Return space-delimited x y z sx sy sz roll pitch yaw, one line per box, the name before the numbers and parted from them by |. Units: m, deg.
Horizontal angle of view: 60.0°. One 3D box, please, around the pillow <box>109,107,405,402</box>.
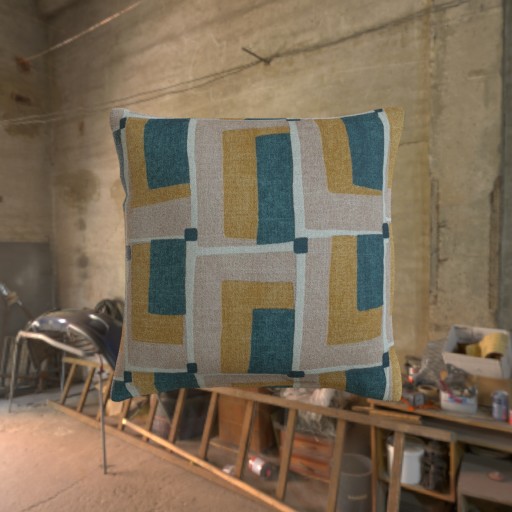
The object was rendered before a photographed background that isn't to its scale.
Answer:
pillow | 0.000 0.000 0.710 0.478 0.479 0.158 0 1 1
